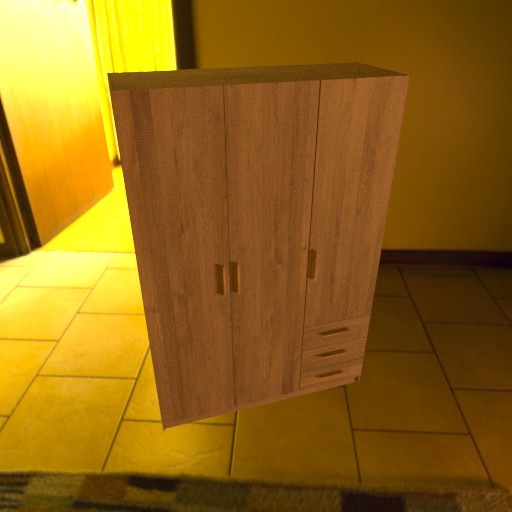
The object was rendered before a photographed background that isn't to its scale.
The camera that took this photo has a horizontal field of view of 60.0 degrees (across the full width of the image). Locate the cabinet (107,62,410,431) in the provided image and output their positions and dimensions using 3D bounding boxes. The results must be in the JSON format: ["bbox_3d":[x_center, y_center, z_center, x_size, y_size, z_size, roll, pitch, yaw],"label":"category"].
[{"bbox_3d":[0.000,0.000,2.492,1.290,1.910,0.510,-9,31,-15],"label":"cabinet"}]
